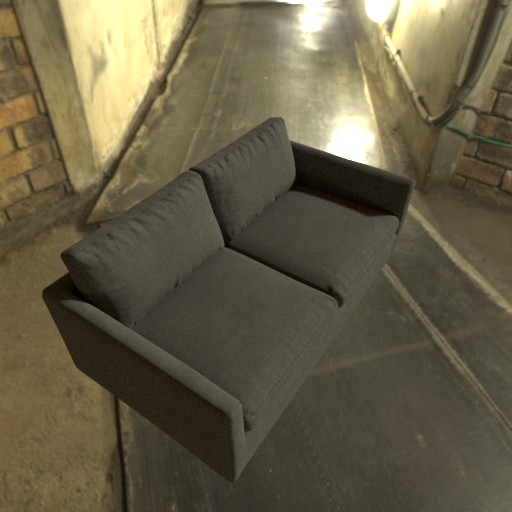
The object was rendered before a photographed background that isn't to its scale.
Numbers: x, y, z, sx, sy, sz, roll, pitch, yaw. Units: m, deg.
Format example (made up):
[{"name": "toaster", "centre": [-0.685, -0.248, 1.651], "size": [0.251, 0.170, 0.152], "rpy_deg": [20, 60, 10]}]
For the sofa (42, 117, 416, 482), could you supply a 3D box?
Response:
[{"name": "sofa", "centre": [0.000, 0.000, 2.495], "size": [1.091, 0.845, 1.909], "rpy_deg": [24, 47, 25]}]
